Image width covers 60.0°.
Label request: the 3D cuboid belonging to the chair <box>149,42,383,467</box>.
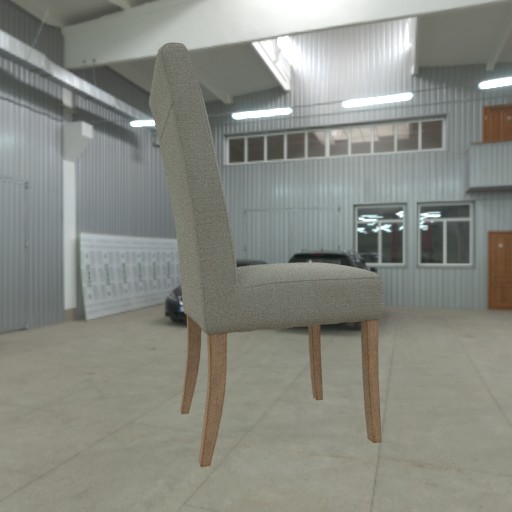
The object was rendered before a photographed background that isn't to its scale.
[{"bbox_3d":[0.000,0.000,1.339,0.611,1.033,0.450,0,0,-17],"label":"chair"}]
